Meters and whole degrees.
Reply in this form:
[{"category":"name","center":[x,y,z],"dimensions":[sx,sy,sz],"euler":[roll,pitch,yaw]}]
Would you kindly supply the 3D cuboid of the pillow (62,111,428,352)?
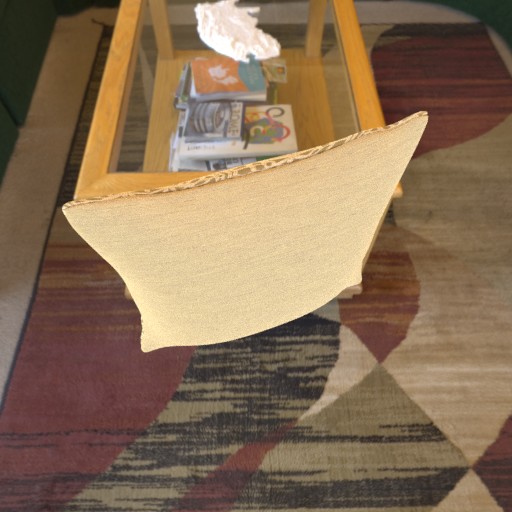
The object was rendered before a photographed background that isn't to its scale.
[{"category":"pillow","center":[0.000,0.000,0.668],"dimensions":[0.438,0.421,0.167],"euler":[-16,60,-10]}]
